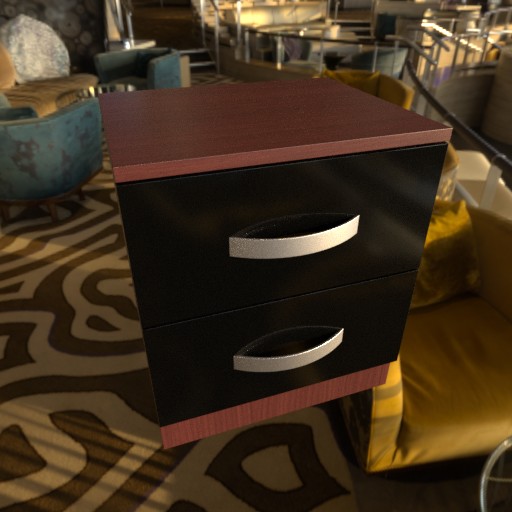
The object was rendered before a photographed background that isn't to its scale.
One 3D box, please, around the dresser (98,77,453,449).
[{"bbox_3d":[0.000,0.000,0.732,0.400,0.470,0.360,-11,34,-16],"label":"dresser"}]
